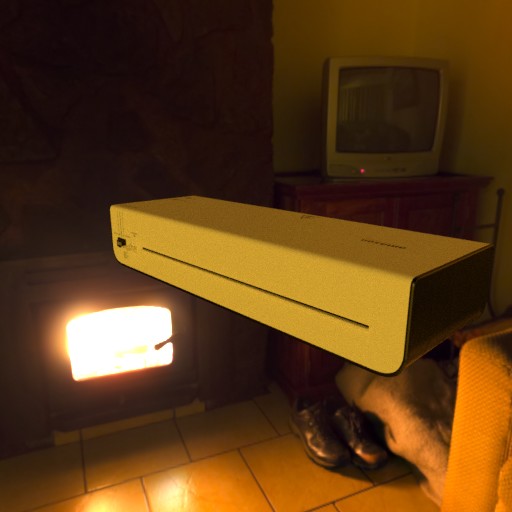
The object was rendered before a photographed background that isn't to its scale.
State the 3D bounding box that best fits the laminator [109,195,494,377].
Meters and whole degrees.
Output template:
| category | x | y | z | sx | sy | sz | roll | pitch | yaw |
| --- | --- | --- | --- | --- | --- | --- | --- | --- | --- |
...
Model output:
| category | x | y | z | sx | sy | sz | roll | pitch | yaw |
| --- | --- | --- | --- | --- | --- | --- | --- | --- | --- |
| laminator | 0.000 | 0.000 | 0.385 | 0.123 | 0.062 | 0.340 | -14 | 21 | -42 |
